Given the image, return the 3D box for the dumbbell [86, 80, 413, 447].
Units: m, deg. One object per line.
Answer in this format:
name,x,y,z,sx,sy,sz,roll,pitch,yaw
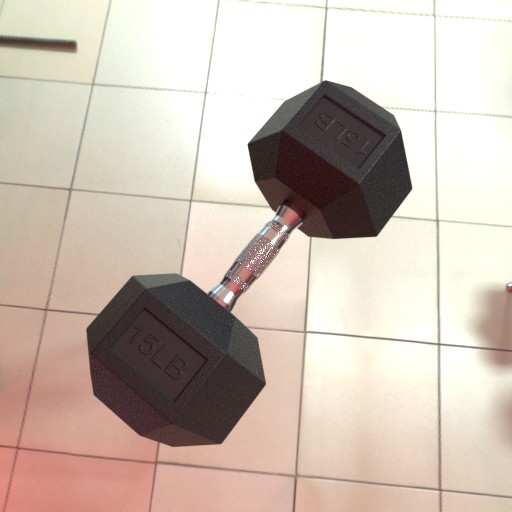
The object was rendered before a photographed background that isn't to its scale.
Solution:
dumbbell,0.000,0.000,0.323,0.122,0.106,0.271,37,79,9
